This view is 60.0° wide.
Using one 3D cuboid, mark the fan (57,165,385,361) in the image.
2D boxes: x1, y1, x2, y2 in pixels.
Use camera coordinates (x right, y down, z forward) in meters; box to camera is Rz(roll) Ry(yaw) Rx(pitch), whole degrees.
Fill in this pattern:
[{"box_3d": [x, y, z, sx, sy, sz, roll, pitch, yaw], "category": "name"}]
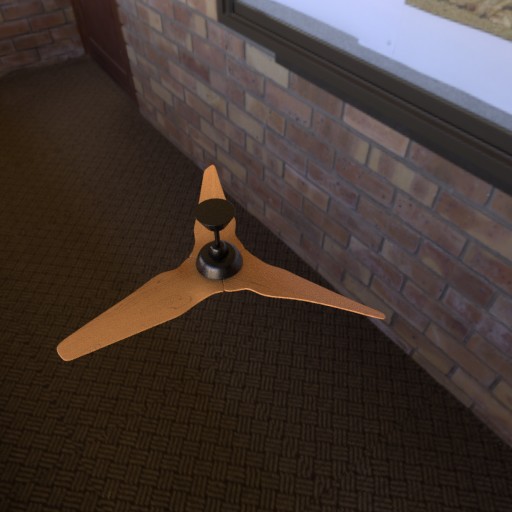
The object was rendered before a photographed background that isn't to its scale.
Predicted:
[{"box_3d": [0.000, 0.000, 1.648, 1.010, 0.355, 1.142, 16, 49, 14], "category": "fan"}]
